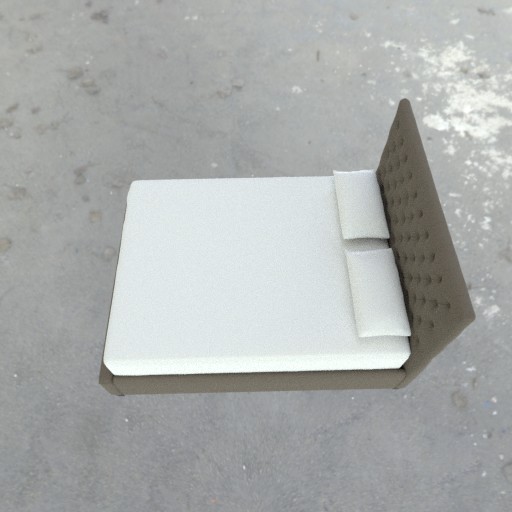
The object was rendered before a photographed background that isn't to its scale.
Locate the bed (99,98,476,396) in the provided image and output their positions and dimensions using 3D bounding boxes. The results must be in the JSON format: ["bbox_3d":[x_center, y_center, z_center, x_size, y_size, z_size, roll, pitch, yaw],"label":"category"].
[{"bbox_3d":[0.000,0.000,3.262,2.233,1.426,1.696,-1,59,-1],"label":"bed"}]
